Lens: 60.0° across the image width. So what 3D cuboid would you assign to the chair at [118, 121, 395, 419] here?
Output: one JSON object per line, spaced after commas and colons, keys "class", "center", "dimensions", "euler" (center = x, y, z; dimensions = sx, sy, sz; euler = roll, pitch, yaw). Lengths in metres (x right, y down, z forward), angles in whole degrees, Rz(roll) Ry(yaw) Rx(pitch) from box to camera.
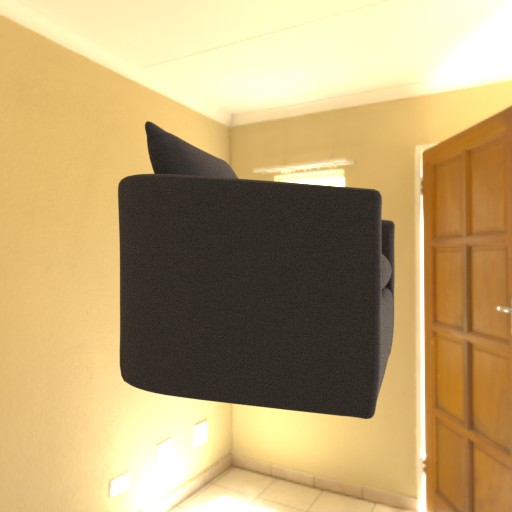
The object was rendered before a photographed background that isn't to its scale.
{"class": "chair", "center": [0.000, 0.000, 1.568], "dimensions": [0.910, 0.848, 0.845], "euler": [0, -1, 20]}
